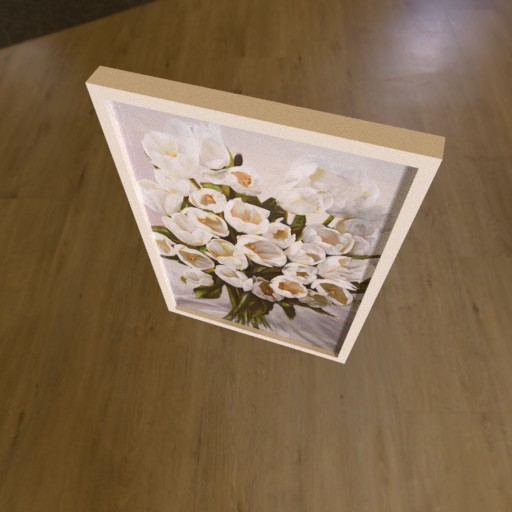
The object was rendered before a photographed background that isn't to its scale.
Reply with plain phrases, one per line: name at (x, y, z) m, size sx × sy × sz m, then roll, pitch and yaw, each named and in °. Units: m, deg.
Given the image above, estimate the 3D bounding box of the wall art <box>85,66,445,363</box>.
wall art at (0.000, 0.000, 0.817) m, size 0.450 × 0.657 × 0.038 m, roll 15°, pitch 58°, yaw 10°
